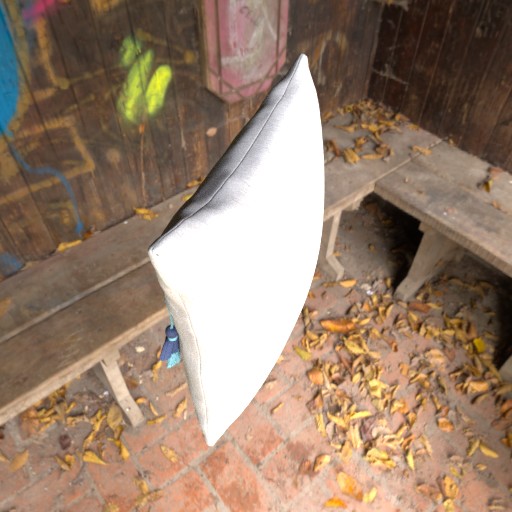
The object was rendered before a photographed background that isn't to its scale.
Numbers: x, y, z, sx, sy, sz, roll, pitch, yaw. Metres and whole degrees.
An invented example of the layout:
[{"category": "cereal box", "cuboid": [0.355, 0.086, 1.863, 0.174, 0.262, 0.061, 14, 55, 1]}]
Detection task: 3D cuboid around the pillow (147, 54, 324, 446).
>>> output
[{"category": "pillow", "cuboid": [0.000, 0.000, 0.671, 0.173, 0.436, 0.433, 16, 49, 14]}]
